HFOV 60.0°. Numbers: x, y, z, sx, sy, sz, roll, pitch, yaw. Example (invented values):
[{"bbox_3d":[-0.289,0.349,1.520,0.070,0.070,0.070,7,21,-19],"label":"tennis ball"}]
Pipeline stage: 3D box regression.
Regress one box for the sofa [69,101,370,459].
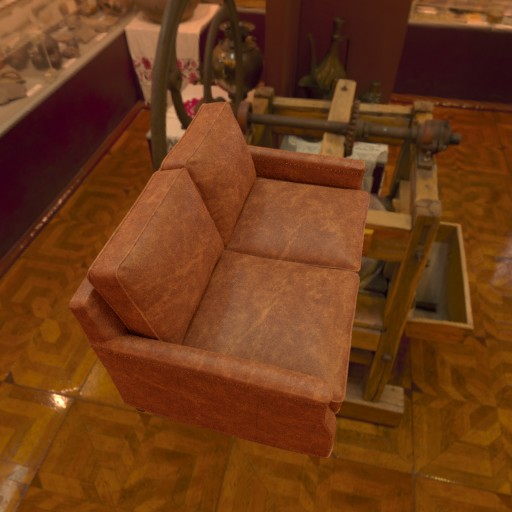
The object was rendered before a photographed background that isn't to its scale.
[{"bbox_3d":[0.000,0.000,2.302,1.084,1.003,1.597,11,47,10],"label":"sofa"}]
